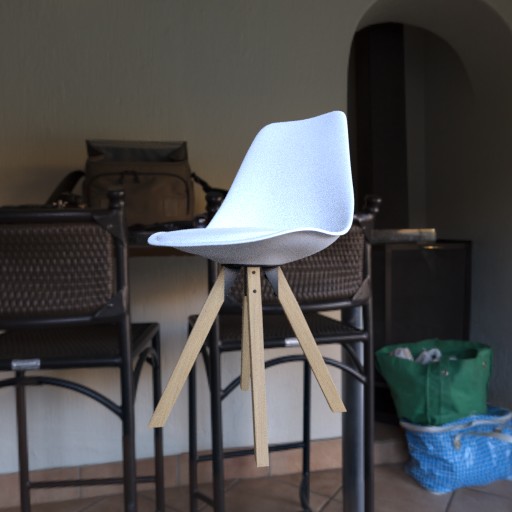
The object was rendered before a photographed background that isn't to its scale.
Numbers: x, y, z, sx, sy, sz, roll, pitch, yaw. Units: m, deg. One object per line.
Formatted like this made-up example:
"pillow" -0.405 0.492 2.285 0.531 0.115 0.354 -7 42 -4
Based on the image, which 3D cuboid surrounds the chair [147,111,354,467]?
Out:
"chair" 0.000 0.000 1.172 0.485 0.849 0.550 1 1 36
